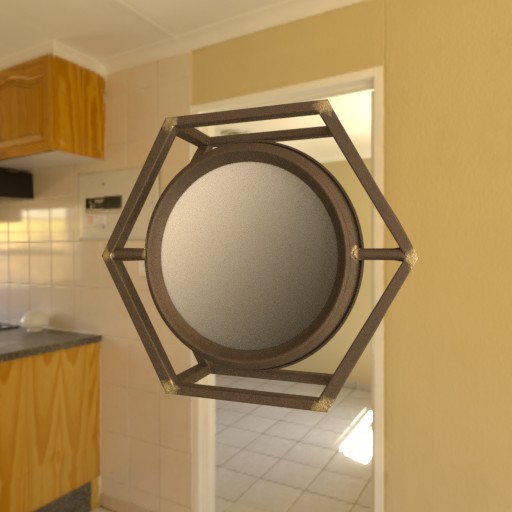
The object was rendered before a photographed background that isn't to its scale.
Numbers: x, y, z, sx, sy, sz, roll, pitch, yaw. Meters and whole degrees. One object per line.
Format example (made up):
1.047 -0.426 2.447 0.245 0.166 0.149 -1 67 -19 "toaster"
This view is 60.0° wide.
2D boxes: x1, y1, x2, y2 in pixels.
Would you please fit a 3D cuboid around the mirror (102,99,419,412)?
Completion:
0.000 0.000 0.554 0.380 0.334 0.119 0 0 19 "mirror"
